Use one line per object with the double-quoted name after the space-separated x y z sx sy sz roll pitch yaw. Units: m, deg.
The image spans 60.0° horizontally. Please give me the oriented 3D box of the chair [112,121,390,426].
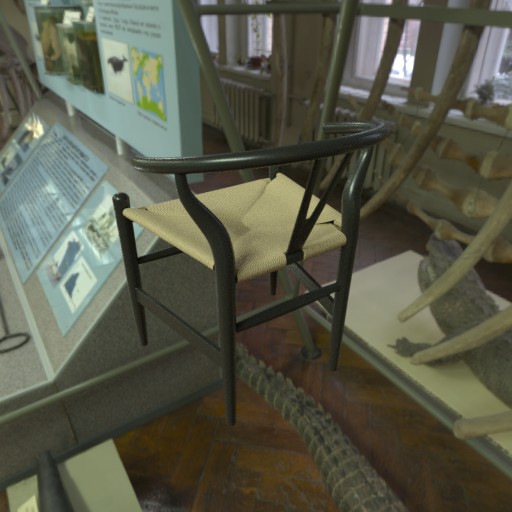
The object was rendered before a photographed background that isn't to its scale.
0.000 0.000 1.156 0.570 0.739 0.570 -18 35 -29 "chair"
